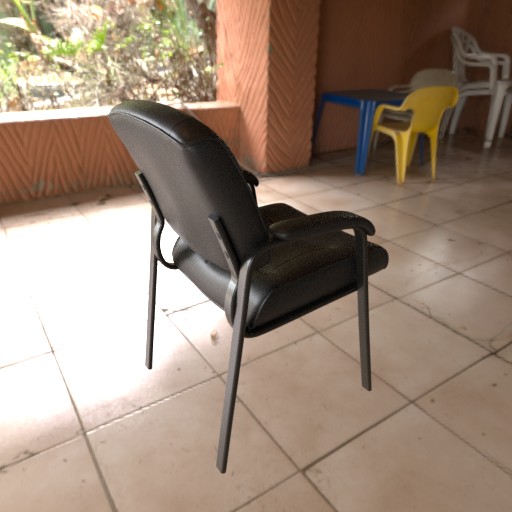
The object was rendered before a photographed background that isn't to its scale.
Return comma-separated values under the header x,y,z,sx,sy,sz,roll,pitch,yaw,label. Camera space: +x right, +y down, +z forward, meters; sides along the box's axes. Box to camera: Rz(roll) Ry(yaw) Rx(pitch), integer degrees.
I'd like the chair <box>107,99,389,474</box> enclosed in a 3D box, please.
x,y,z,sx,sy,sz,roll,pitch,yaw,label
0.000,0.000,1.317,0.668,0.910,0.591,-17,30,-31,chair
